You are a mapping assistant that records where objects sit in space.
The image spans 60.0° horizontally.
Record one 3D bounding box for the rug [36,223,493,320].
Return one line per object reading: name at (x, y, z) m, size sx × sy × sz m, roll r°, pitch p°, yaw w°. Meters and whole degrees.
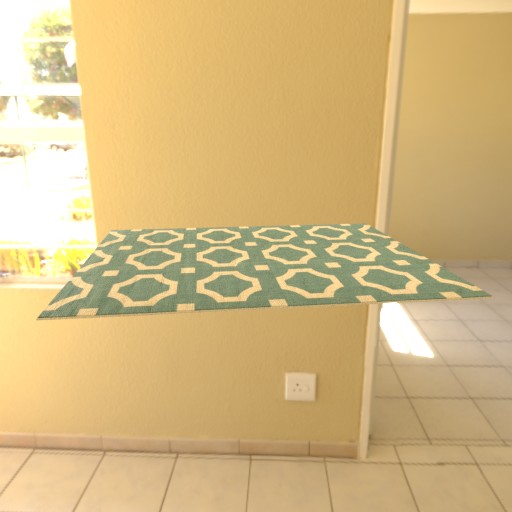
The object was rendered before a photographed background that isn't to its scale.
rug at (0.000, 0.000, 4.093) m, size 3.049 × 0.021 × 2.466 m, roll -2°, pitch 16°, yaw -7°
